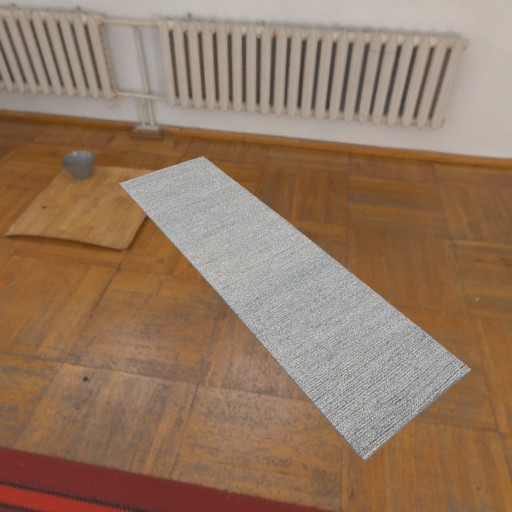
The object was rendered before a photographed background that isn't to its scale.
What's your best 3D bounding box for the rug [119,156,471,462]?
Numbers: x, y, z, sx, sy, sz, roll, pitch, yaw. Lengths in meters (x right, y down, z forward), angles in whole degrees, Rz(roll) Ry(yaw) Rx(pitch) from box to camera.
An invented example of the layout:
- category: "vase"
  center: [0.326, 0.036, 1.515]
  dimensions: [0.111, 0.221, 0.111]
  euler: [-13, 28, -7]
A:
- category: "rug"
  center: [0.000, 0.000, 2.505]
  dimensions: [0.675, 0.037, 2.341]
  euler: [-25, 47, -26]
